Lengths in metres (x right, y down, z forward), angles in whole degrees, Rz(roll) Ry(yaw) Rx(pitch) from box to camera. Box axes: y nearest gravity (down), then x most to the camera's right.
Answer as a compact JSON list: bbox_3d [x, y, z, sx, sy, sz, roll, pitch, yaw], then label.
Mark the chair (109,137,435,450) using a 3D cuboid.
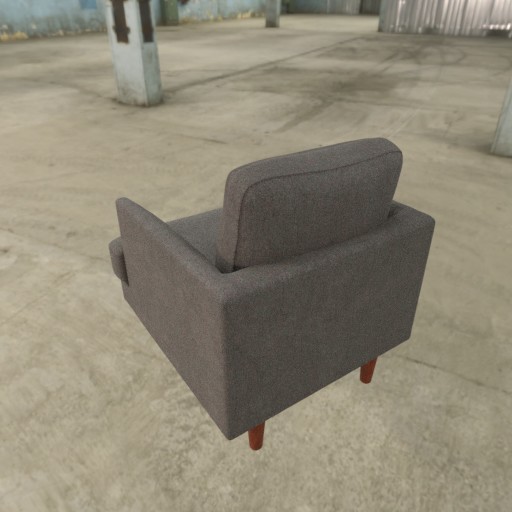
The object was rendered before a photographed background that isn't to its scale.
[{"bbox_3d":[0.000,0.000,1.662,0.858,0.957,0.899,-19,35,-29],"label":"chair"}]
